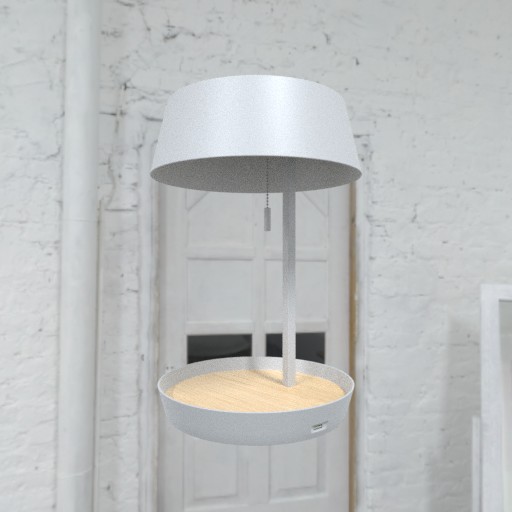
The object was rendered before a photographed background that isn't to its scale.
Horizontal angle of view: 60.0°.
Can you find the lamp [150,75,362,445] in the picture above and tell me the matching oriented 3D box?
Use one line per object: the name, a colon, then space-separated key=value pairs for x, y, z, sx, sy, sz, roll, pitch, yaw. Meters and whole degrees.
lamp: x=0.000 y=0.000 z=0.625 sx=0.291 sy=0.429 sz=0.291 roll=0 pitch=0 yaw=0
